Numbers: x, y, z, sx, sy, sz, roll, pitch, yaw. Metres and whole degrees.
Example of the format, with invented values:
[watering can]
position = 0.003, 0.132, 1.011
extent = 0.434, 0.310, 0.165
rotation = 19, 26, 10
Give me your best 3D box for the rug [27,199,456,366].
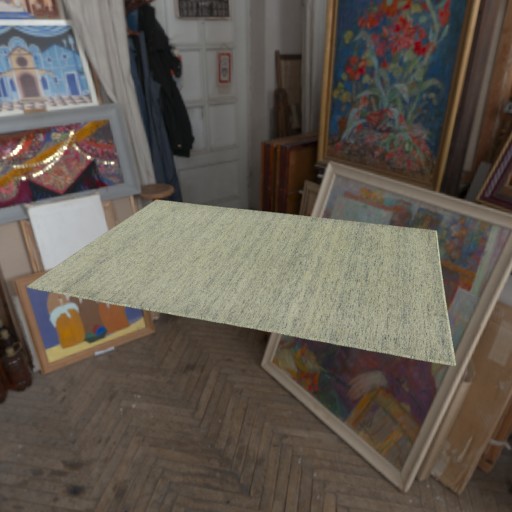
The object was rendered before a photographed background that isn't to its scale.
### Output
[rug]
position = 0.000, 0.000, 2.323
extent = 1.846, 0.014, 1.243
rotation = 8, 28, 15
